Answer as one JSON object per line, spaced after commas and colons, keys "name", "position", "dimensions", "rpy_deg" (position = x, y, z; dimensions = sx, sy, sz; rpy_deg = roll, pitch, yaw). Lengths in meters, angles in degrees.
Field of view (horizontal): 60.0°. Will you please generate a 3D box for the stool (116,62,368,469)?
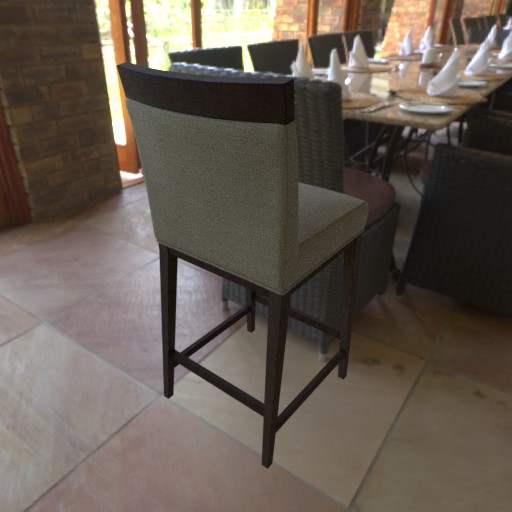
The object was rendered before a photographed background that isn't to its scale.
{"name": "stool", "position": [0.000, 0.000, 1.385], "dimensions": [0.511, 1.117, 0.531], "rpy_deg": [21, 35, 33]}
